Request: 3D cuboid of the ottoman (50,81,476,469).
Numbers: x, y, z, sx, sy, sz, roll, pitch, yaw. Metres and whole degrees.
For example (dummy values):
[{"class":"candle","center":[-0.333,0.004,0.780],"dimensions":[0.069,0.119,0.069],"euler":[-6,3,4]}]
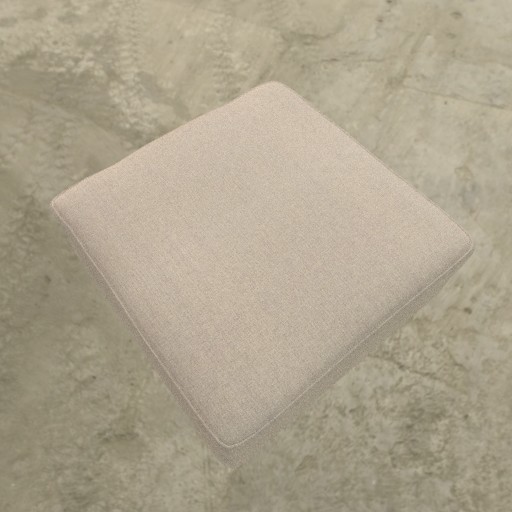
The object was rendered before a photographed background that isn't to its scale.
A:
[{"class":"ottoman","center":[0.000,0.000,1.324],"dimensions":[0.838,0.481,0.838],"euler":[-35,66,-18]}]
